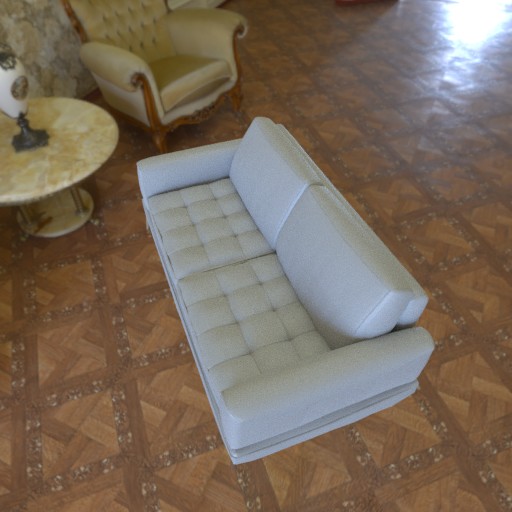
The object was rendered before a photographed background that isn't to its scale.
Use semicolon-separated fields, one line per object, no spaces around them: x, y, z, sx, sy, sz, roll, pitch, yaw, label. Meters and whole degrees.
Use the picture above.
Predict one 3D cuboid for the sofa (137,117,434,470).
0.000;0.000;2.790;1.121;0.930;2.177;-16;48;-15;sofa
